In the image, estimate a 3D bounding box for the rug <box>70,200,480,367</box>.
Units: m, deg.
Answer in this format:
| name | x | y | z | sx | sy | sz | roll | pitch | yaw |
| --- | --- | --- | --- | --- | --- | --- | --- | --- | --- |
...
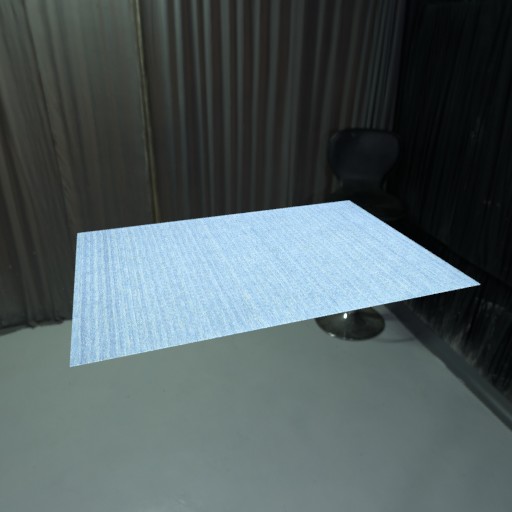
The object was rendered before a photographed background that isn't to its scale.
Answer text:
| name | x | y | z | sx | sy | sz | roll | pitch | yaw |
| --- | --- | --- | --- | --- | --- | --- | --- | --- | --- |
| rug | 0.000 | 0.000 | 3.765 | 2.895 | 0.006 | 1.982 | -9 | 28 | -17 |
